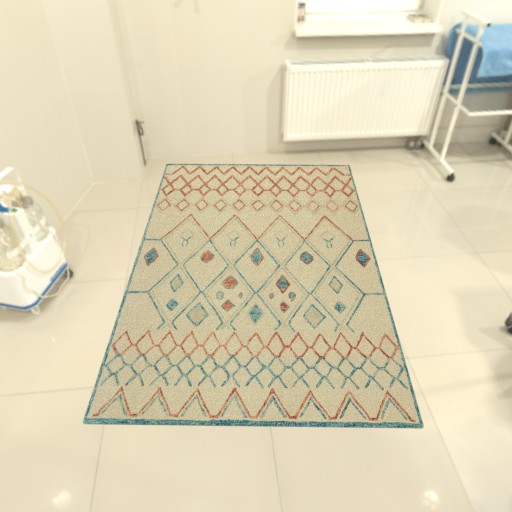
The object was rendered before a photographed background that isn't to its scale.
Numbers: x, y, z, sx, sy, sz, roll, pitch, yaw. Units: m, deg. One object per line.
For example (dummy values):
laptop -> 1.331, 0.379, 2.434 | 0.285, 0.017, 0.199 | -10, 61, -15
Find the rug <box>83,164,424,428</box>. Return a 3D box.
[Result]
rug -> 0.000, 0.000, 2.265 | 1.219, 0.016, 1.829 | 1, 42, 1
